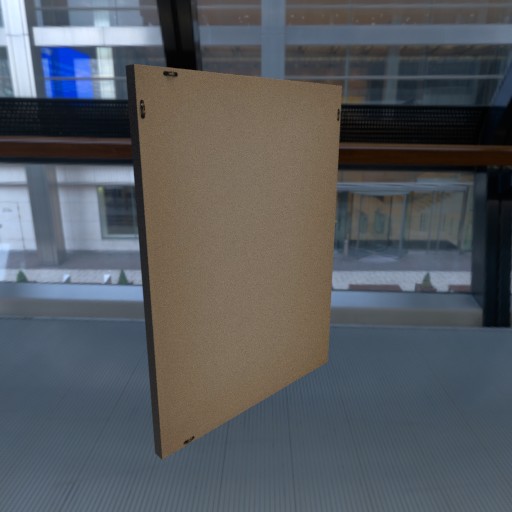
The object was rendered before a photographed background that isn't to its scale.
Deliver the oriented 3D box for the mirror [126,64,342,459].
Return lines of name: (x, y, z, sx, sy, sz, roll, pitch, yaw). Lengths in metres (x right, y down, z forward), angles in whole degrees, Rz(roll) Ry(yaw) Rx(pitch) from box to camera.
mirror: (0.000, 0.000, 1.354, 0.762, 1.016, 0.041, -15, 22, -42)
